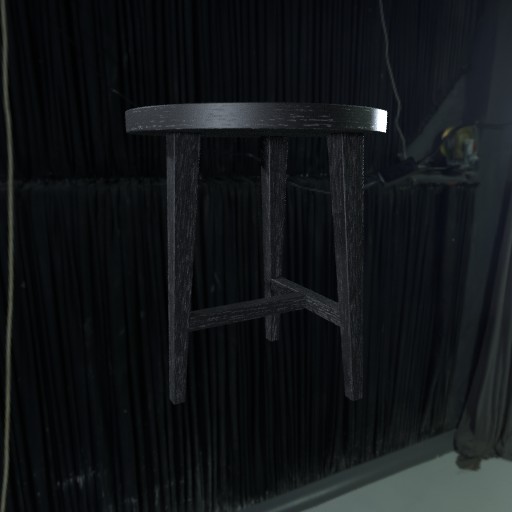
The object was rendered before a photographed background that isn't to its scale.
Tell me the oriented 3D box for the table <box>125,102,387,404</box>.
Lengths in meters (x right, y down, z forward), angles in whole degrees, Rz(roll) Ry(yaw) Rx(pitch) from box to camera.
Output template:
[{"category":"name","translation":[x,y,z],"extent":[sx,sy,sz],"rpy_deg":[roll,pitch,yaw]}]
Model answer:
[{"category":"table","translation":[0.000,0.000,0.756],"extent":[0.399,0.460,0.399],"rpy_deg":[0,14,0]}]
